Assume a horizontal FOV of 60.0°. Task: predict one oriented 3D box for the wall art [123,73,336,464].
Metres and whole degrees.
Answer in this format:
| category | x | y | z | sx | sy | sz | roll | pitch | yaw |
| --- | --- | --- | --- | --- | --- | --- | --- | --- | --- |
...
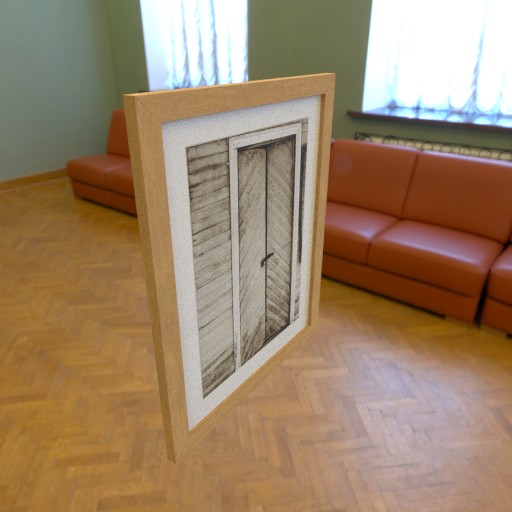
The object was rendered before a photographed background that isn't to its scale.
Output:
| category | x | y | z | sx | sy | sz | roll | pitch | yaw |
| --- | --- | --- | --- | --- | --- | --- | --- | --- | --- |
| wall art | 0.000 | 0.000 | 0.763 | 0.020 | 0.561 | 0.460 | 18 | 31 | 32 |
